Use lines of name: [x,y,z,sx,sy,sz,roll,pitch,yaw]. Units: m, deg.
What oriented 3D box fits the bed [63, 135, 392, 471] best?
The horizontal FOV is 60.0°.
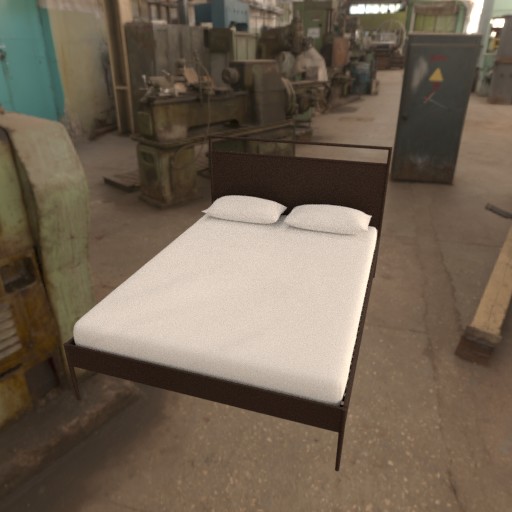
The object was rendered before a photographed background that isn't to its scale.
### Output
bed: [0.000,0.000,3.075,1.572,1.173,2.122,8,27,16]
